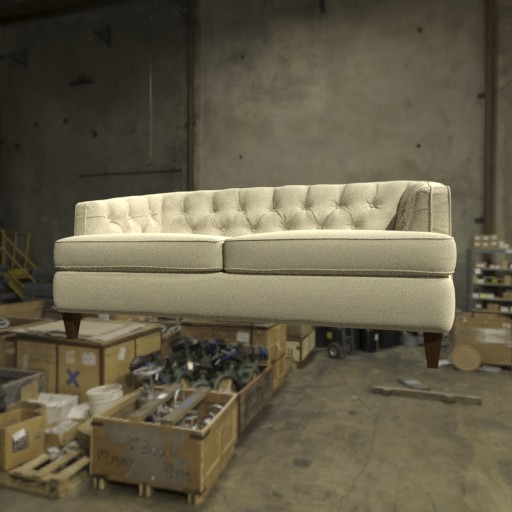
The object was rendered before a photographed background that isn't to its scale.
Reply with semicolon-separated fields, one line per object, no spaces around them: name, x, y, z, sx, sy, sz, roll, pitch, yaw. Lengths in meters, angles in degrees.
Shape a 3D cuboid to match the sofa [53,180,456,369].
sofa;0.000;0.000;2.198;1.733;0.855;0.941;0;1;19
